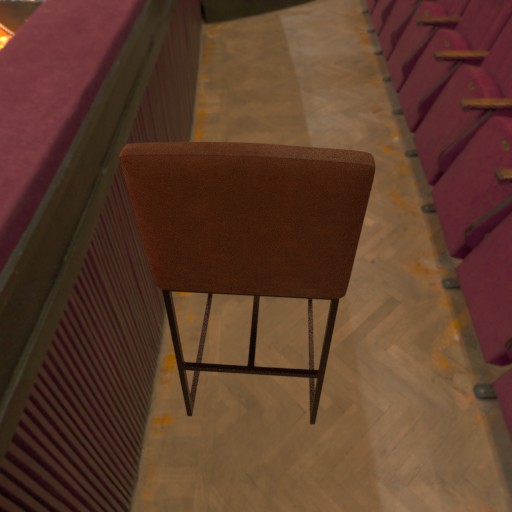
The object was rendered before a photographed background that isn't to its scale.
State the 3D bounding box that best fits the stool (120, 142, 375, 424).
[{"bbox_3d":[0.000,0.000,1.307,0.463,1.065,0.562,3,47,3],"label":"stool"}]
